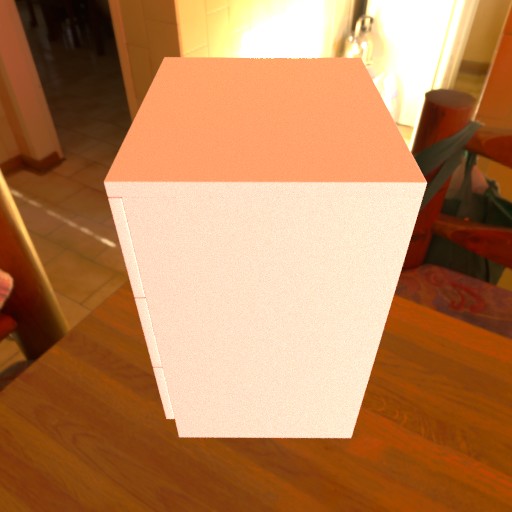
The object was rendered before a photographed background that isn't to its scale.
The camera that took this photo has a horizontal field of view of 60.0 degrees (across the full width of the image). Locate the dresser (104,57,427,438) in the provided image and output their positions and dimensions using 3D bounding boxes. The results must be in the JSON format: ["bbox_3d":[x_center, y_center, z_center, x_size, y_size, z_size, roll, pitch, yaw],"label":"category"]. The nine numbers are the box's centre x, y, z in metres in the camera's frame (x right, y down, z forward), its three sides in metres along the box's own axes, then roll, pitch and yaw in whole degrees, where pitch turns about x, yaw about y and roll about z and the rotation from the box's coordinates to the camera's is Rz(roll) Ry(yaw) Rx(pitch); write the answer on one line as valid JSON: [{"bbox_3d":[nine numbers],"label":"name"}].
[{"bbox_3d":[0.000,0.000,0.799,0.360,0.560,0.400,0,42,0],"label":"dresser"}]
